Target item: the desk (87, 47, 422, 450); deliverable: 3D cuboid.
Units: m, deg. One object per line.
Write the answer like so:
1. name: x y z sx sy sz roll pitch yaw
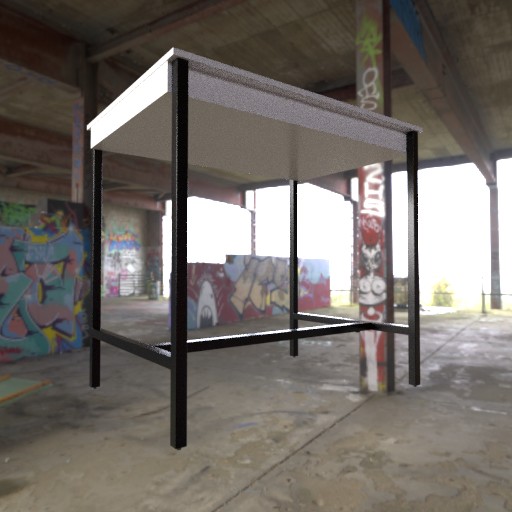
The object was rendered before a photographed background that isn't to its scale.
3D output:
1. desk: 0.000 0.000 1.302 0.811 0.766 0.573 1 -2 -36
